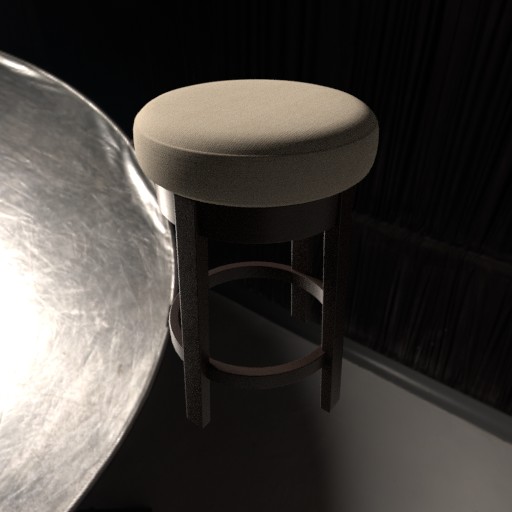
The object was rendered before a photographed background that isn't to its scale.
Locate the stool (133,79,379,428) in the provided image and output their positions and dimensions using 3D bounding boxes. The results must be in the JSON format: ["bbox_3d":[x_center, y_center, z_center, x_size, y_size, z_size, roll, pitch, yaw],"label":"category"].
[{"bbox_3d":[0.000,0.000,0.946,0.449,0.655,0.449,0,33,0],"label":"stool"}]
